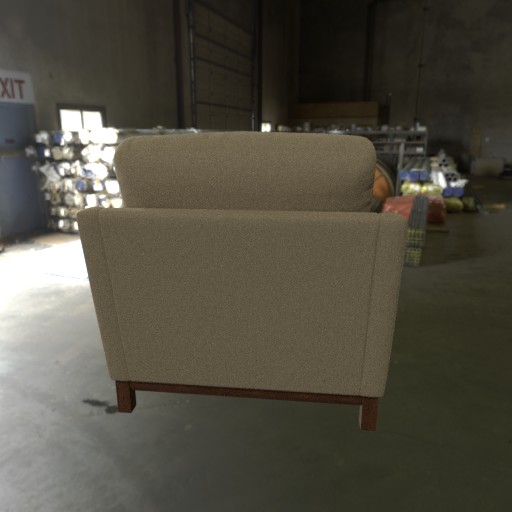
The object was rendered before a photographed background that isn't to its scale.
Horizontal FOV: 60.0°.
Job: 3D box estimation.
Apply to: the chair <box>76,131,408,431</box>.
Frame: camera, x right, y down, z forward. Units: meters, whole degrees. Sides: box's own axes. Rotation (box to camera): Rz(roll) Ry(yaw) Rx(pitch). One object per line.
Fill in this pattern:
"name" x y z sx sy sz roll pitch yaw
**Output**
"chair" 0.000 0.000 1.695 0.912 0.916 1.001 2 16 6
